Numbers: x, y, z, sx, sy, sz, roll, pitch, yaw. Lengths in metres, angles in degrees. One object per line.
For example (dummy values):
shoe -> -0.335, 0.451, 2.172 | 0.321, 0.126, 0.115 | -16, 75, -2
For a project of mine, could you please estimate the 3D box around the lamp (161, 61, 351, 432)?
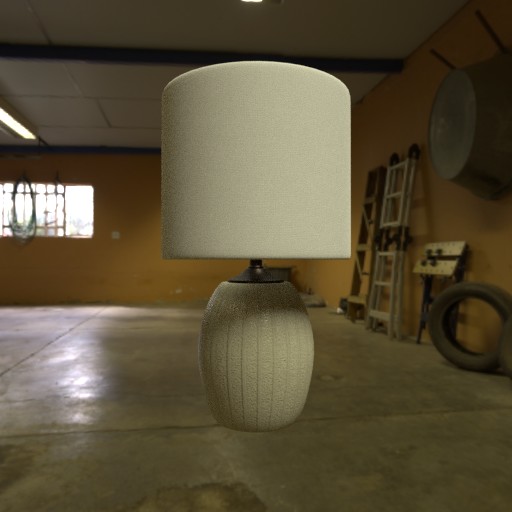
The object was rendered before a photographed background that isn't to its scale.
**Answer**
lamp -> 0.000, 0.000, 0.786 | 0.329, 0.570, 0.329 | 0, -1, 36
